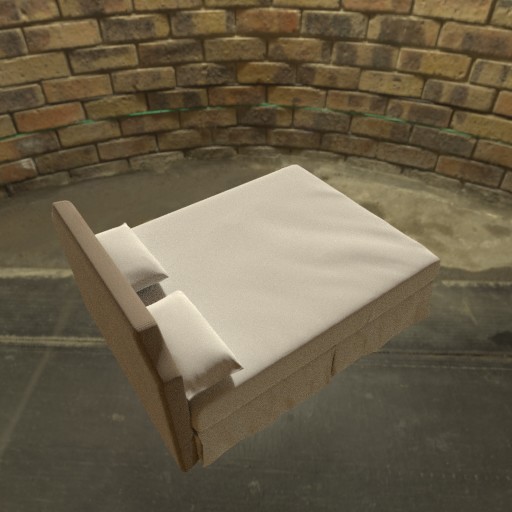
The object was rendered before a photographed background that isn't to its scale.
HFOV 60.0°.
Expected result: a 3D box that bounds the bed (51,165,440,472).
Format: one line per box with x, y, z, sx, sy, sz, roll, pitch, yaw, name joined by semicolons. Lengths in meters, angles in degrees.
0.000;0.000;3.590;2.498;1.293;1.977;-26;48;-26;bed
